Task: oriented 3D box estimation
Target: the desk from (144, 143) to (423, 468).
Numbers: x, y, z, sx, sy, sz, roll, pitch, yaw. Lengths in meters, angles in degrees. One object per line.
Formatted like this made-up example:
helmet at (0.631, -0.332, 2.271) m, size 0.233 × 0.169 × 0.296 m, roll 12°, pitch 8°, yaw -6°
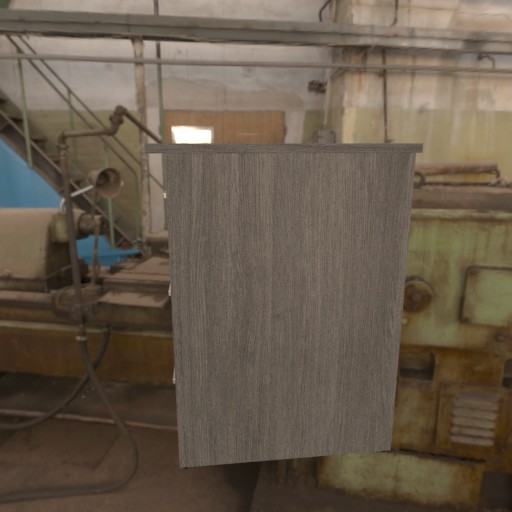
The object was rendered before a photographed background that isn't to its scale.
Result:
desk at (0.000, 0.000, 1.494) m, size 0.560 × 0.735 × 1.097 m, roll -2°, pitch 14°, yaw -7°
